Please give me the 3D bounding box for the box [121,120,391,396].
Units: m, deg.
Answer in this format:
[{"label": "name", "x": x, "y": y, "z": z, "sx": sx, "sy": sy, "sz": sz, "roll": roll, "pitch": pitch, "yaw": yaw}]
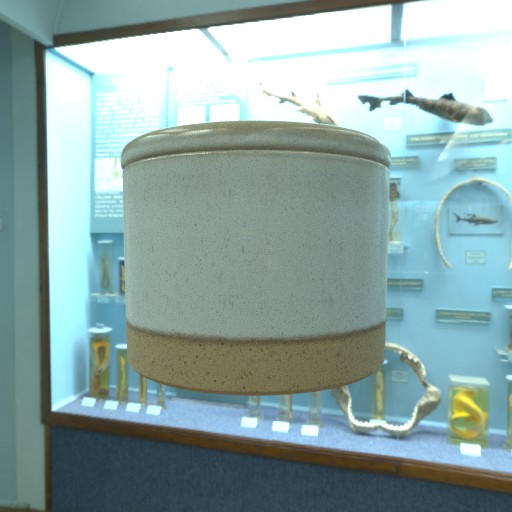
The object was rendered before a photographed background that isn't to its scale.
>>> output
[{"label": "box", "x": 0.000, "y": 0.000, "z": 0.265, "sx": 0.154, "sy": 0.123, "sz": 0.154, "roll": 0, "pitch": 2, "yaw": 0}]
